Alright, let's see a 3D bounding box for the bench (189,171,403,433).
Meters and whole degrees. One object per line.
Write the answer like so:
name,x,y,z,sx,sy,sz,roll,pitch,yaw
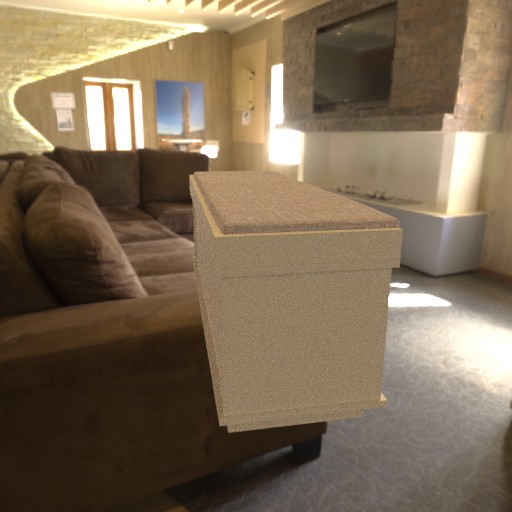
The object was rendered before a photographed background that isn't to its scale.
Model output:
bench,0.000,0.000,1.419,0.363,0.453,1.196,-3,16,-10
